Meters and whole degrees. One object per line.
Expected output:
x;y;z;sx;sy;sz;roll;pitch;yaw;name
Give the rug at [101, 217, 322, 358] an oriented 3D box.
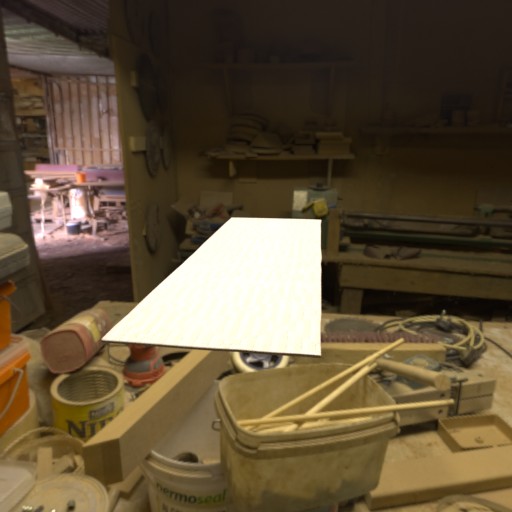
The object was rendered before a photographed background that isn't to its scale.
0.000;0.000;2.698;0.793;0.014;2.450;2;16;8;rug
